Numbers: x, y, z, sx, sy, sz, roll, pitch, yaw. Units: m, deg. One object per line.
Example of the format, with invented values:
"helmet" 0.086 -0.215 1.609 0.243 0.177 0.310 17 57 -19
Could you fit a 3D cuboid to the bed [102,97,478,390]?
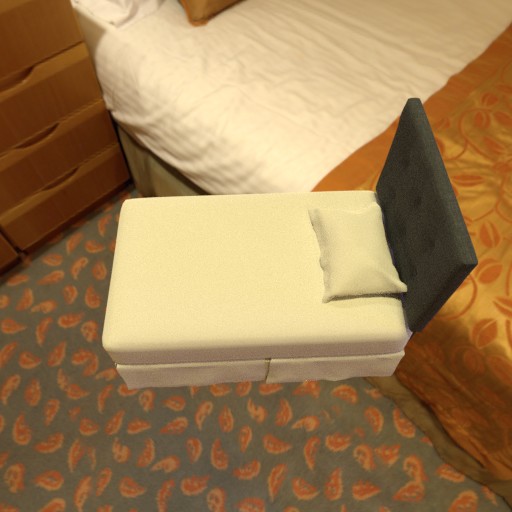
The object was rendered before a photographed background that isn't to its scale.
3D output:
"bed" 0.000 0.000 2.923 1.997 1.571 1.261 -2 58 -1
